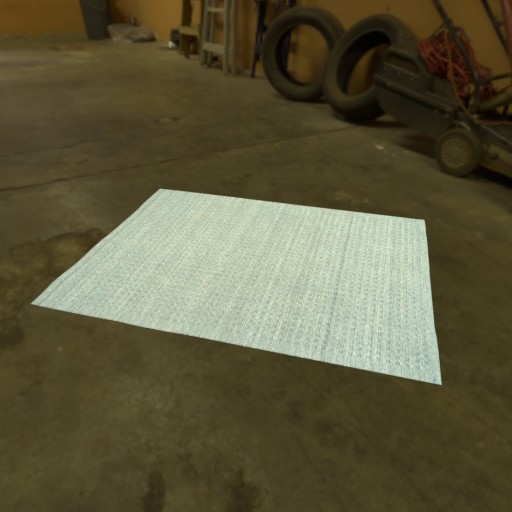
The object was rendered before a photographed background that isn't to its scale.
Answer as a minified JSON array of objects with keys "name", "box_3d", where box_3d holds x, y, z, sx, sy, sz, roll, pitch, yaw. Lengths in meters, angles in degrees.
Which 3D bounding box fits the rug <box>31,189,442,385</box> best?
[{"name":"rug","box_3d":[0.000,0.000,4.261,3.200,0.007,2.443,8,33,13]}]
